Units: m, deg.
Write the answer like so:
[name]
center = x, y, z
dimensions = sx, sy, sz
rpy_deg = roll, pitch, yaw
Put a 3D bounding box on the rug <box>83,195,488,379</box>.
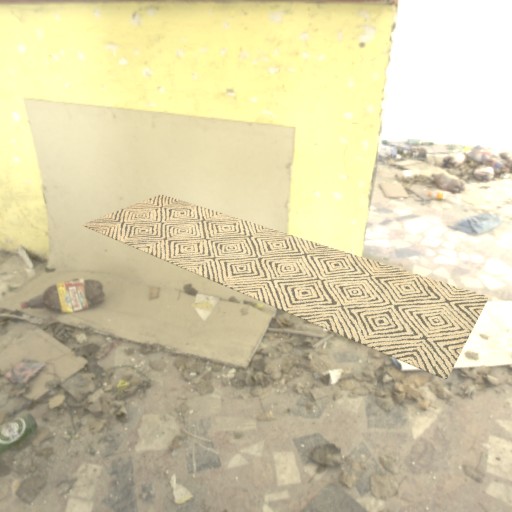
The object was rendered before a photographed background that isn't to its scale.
[rug]
center = 0.000, 0.000, 2.480
dimensions = 2.277, 0.008, 0.676
rpy_deg = 20, 34, 32
